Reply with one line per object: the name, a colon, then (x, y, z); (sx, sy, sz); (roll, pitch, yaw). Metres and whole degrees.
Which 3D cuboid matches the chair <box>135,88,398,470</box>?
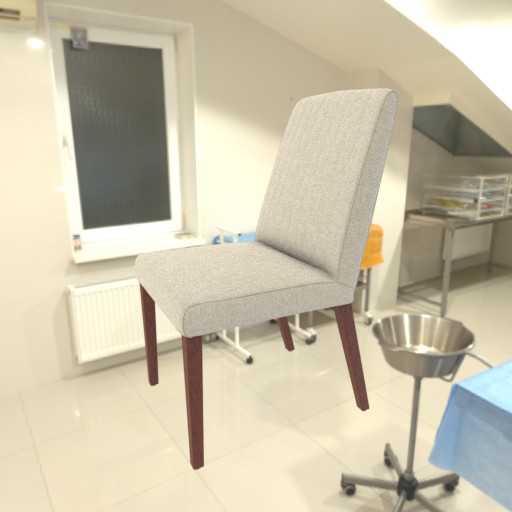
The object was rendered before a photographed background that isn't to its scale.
chair: (0.000, 0.000, 1.254); (0.594, 0.900, 0.480); (-8, 17, -26)
